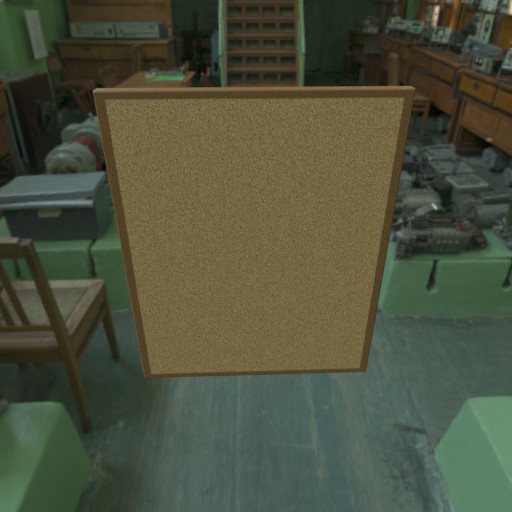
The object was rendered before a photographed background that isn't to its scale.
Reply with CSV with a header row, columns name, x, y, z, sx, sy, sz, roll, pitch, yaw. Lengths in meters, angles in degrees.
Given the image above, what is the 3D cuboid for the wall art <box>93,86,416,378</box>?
name,x,y,z,sx,sy,sz,roll,pitch,yaw
wall art,0.000,0.000,0.764,0.449,0.550,0.021,-1,31,-2
